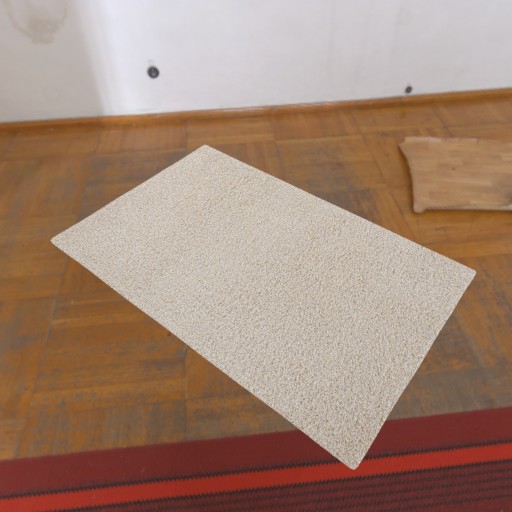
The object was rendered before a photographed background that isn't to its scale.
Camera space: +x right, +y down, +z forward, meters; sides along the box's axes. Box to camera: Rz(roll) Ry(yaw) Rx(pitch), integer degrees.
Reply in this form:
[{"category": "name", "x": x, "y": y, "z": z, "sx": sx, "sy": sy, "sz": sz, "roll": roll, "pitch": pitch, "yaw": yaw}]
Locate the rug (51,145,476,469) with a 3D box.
[{"category": "rug", "x": 0.000, "y": 0.000, "z": 3.375, "sx": 2.743, "sy": 0.030, "sz": 1.778, "roll": 30, "pitch": 53, "yaw": 26}]
